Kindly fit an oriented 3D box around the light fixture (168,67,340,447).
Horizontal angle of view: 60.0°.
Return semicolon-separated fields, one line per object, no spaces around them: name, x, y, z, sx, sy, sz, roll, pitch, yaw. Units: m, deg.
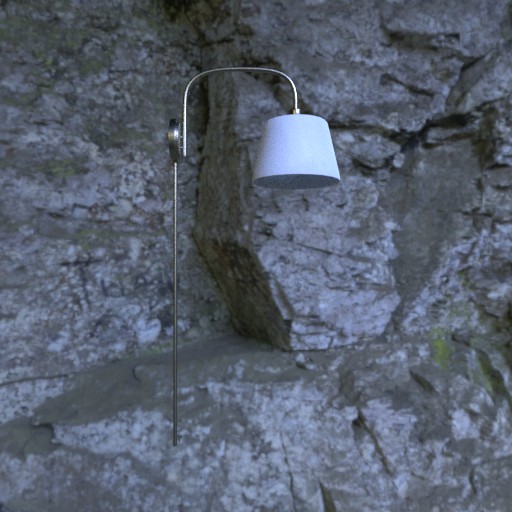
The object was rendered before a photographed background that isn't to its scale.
light fixture;0.000;0.000;0.466;0.176;0.399;0.092;0;0;0
